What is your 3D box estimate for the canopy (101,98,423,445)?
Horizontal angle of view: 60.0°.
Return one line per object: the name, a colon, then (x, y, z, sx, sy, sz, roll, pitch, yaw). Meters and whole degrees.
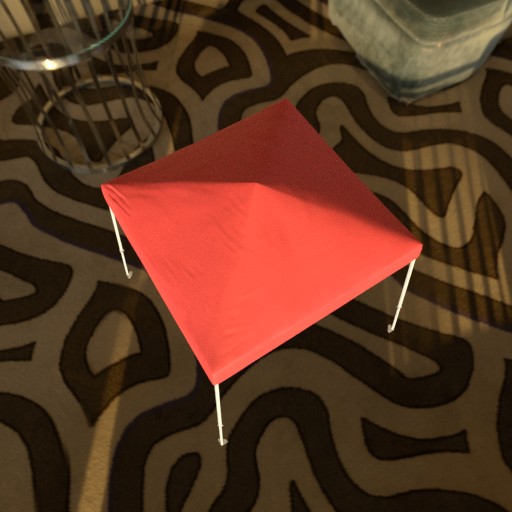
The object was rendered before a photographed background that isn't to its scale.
canopy: (0.000, 0.000, 6.639, 3.599, 3.600, 3.600, -29, 66, -14)
